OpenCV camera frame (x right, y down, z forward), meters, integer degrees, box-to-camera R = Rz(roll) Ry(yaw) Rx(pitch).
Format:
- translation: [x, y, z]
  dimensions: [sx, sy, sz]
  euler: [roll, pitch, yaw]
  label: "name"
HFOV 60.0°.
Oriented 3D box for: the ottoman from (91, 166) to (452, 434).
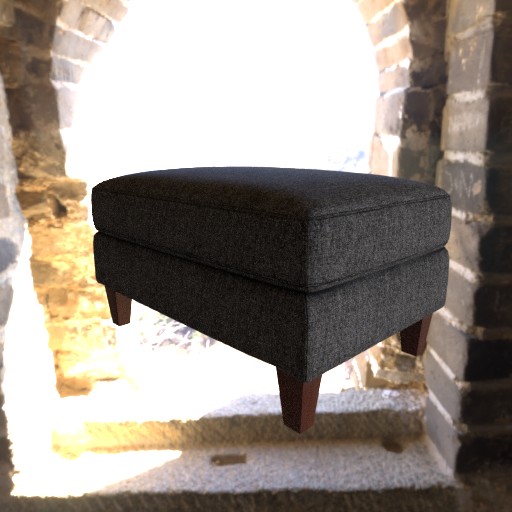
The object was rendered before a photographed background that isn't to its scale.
- translation: [0.000, 0.000, 1.233]
  dimensions: [0.584, 0.483, 0.864]
  euler: [-13, 19, -42]
  label: "ottoman"
